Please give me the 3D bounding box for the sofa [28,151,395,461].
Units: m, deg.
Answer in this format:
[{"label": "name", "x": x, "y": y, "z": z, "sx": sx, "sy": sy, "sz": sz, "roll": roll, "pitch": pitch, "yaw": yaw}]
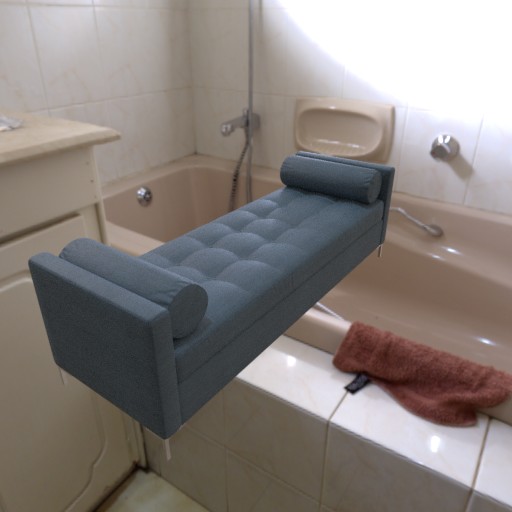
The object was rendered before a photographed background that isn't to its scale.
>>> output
[{"label": "sofa", "x": 0.000, "y": 0.000, "z": 2.318, "sx": 0.686, "sy": 0.635, "sz": 1.981, "roll": 19, "pitch": 33, "yaw": 32}]
